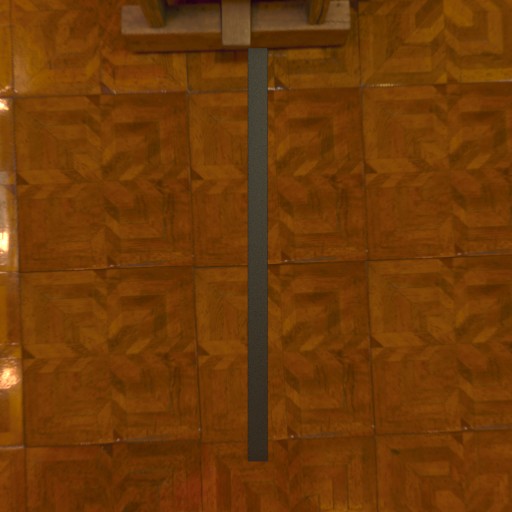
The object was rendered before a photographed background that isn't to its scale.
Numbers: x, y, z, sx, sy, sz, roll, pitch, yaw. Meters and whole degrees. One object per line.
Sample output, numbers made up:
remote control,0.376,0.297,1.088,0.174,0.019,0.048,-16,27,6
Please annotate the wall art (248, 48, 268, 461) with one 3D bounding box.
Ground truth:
wall art,0.000,0.000,0.715,0.021,0.509,0.430,0,90,0
